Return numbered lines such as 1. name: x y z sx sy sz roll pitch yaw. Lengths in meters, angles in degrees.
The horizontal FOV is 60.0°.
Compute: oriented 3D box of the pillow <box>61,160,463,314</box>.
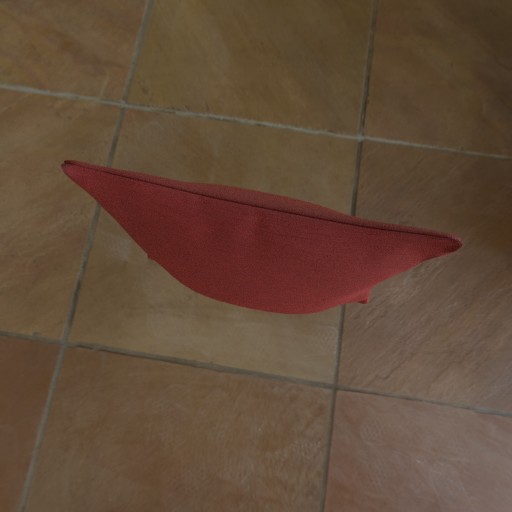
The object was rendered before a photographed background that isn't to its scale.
1. pillow: 0.000 0.000 0.660 0.435 0.416 0.151 12 76 3
